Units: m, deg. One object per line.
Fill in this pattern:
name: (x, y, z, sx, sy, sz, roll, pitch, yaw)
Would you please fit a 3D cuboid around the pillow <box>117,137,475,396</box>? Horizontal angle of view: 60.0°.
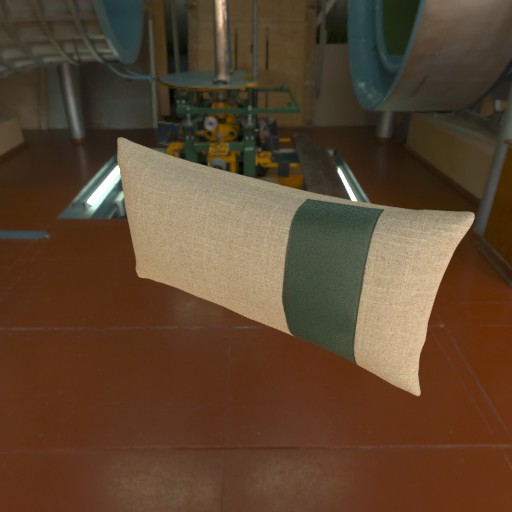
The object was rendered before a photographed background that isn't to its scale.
pillow: (0.000, 0.000, 1.036, 0.859, 0.429, 0.197, 18, 34, 29)
